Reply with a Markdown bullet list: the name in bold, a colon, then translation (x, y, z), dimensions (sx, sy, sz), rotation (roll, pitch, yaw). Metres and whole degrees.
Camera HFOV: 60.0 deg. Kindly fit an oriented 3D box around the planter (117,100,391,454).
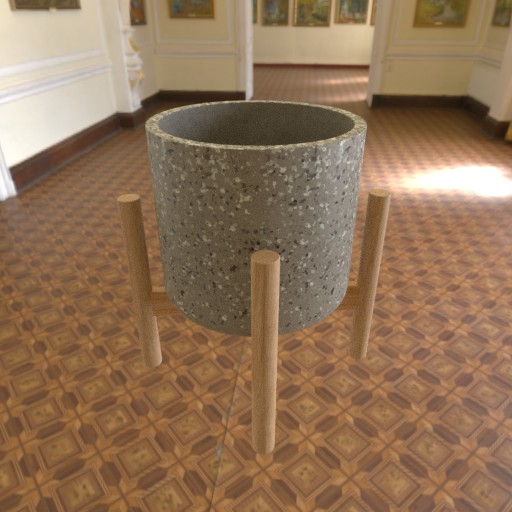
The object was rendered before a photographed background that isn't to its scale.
- **planter**: translation (0.000, 0.000, 0.532), dimensions (0.284, 0.320, 0.284), rotation (10, 31, 17)
